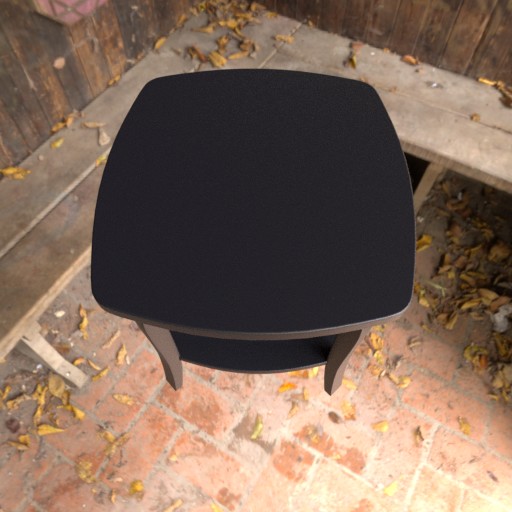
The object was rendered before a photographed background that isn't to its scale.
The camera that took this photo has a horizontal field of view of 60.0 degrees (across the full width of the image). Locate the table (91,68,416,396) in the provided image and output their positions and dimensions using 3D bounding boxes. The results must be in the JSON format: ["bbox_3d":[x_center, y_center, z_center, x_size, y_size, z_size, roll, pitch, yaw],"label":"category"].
[{"bbox_3d":[0.000,0.000,0.850,0.457,0.457,0.508,2,58,1],"label":"table"}]
